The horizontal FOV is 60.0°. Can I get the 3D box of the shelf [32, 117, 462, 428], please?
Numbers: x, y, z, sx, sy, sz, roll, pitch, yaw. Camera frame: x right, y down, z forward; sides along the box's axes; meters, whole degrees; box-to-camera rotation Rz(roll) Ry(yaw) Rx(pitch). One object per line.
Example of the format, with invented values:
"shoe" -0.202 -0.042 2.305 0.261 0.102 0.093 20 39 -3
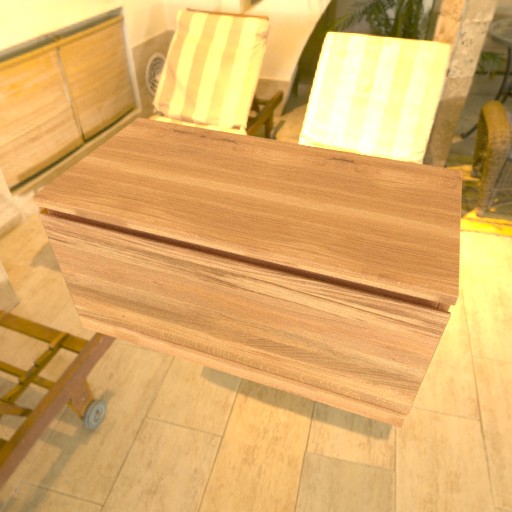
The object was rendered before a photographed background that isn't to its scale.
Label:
"shelf" 0.000 0.000 1.046 0.800 0.400 0.400 13 43 15
